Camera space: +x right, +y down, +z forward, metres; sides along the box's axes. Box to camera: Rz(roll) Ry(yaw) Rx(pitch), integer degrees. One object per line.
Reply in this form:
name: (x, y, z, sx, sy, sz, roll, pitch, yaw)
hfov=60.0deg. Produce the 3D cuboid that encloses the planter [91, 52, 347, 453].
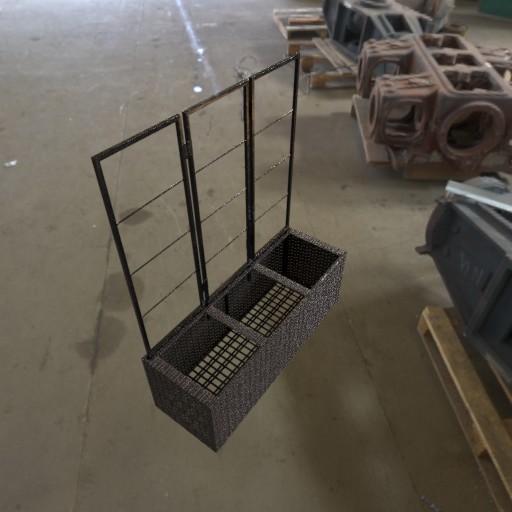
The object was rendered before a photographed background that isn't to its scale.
planter: (0.000, 0.000, 1.202, 0.244, 0.841, 0.699, 26, 49, 26)
